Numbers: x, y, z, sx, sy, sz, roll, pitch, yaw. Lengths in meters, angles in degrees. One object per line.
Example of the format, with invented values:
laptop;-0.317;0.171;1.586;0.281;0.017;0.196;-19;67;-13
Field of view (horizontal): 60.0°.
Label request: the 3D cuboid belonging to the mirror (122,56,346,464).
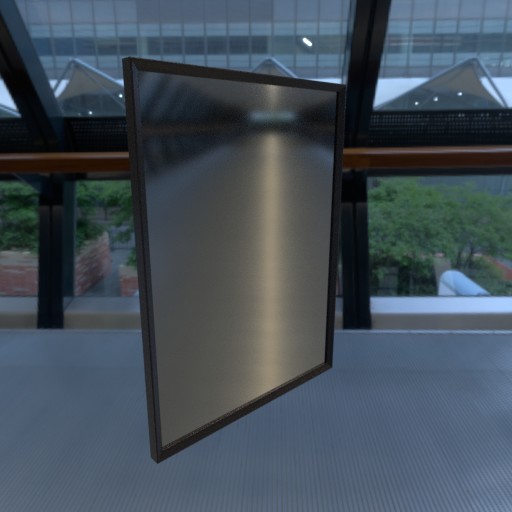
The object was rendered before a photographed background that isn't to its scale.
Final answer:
mirror;0.000;0.000;1.328;0.762;1.016;0.041;-14;20;-41
